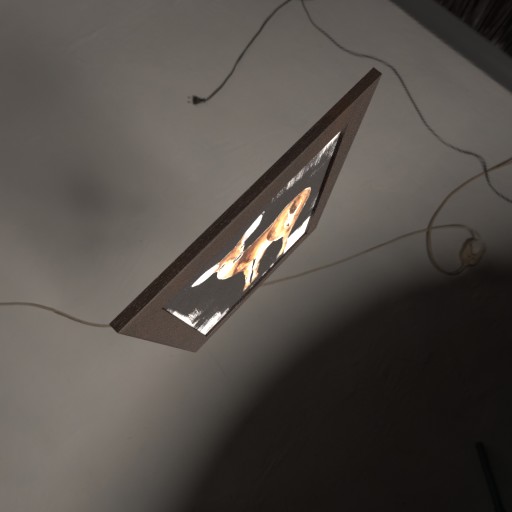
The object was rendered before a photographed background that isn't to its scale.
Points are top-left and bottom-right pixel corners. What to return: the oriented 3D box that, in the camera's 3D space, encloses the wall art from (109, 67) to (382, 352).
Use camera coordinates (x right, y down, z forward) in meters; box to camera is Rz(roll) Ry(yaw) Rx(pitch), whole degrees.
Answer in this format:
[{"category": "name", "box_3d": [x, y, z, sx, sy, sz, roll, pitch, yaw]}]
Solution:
[{"category": "wall art", "box_3d": [0.000, 0.000, 0.663, 0.013, 0.508, 0.359, 43, 80, 10]}]
